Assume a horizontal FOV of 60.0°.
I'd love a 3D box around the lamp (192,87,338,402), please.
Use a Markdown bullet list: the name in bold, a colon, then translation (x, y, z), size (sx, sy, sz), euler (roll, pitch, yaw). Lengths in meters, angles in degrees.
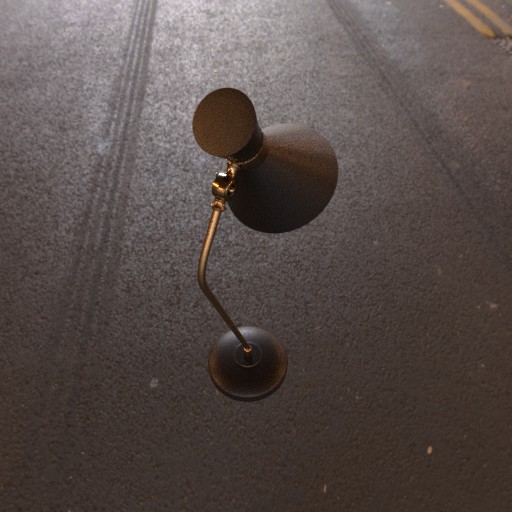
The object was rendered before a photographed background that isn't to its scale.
- **lamp**: translation (0.000, 0.000, 0.763), size (0.189, 0.647, 0.292), euler (26, 52, 22)
